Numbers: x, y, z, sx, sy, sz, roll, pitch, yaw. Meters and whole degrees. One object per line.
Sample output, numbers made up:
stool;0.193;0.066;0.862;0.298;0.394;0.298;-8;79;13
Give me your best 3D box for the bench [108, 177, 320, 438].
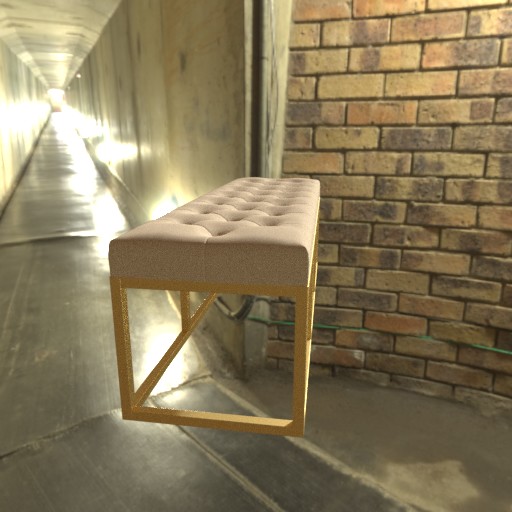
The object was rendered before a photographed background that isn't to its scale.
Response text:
bench;0.000;0.000;1.724;0.457;0.484;1.473;2;15;9
